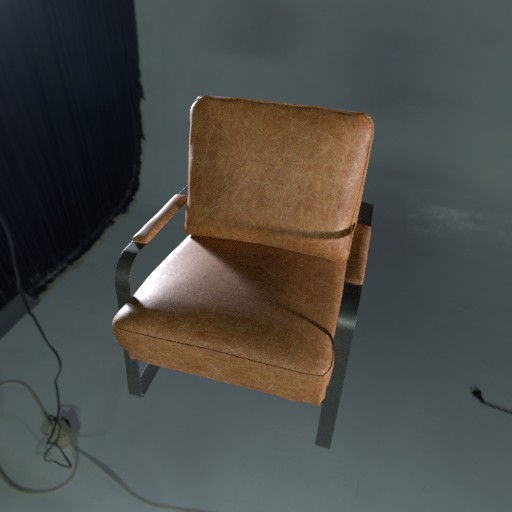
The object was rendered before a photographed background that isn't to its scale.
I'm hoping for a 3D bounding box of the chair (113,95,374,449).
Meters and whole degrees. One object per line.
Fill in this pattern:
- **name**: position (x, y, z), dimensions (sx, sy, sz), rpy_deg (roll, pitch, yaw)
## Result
- **chair**: position (0.000, 0.000, 1.365), dimensions (0.651, 0.777, 0.801), rpy_deg (11, 41, 12)
